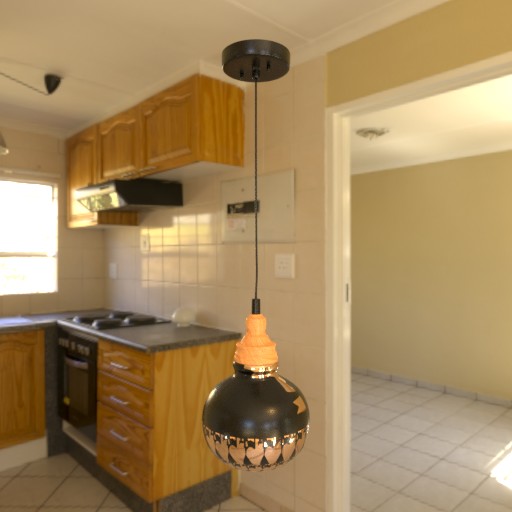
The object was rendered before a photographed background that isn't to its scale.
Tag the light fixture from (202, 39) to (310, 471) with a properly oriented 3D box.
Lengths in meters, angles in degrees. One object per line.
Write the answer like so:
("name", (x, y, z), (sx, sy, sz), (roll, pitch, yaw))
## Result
("light fixture", (0.000, 0.000, 1.780), (0.430, 1.606, 0.430), (0, 0, 37))
